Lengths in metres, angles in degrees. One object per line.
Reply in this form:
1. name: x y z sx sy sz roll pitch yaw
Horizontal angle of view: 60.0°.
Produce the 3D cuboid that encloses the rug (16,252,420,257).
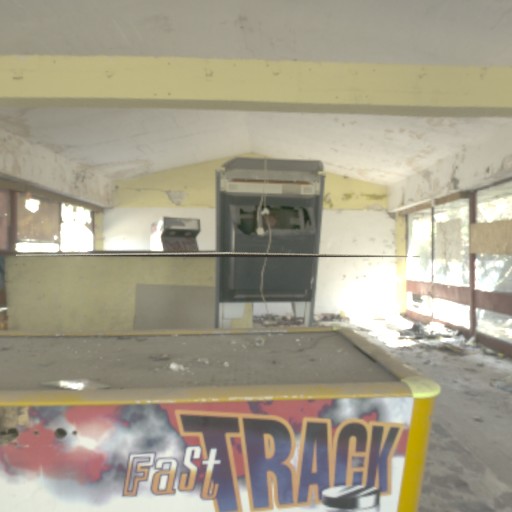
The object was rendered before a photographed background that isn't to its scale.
1. rug: 0.000 0.000 2.982 1.507 0.007 2.433 0 -1 35
